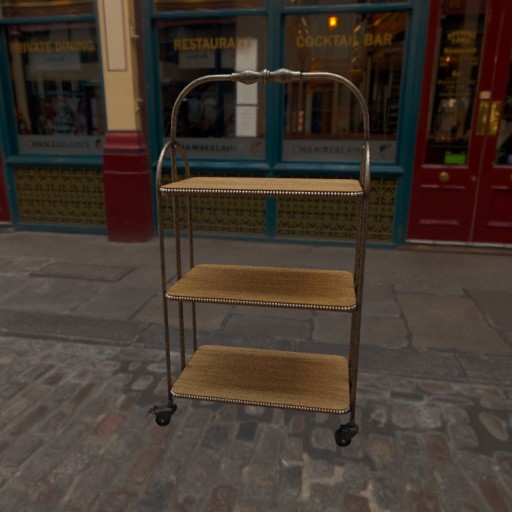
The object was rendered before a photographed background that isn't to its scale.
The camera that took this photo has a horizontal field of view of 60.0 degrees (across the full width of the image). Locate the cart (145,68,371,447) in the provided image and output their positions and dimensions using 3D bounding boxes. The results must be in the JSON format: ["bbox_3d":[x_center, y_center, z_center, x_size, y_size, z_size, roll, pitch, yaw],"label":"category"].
[{"bbox_3d":[0.000,0.000,1.341,0.650,1.052,0.330,3,15,10],"label":"cart"}]
